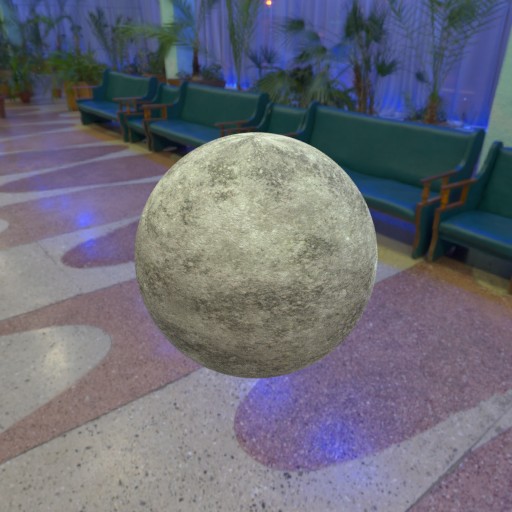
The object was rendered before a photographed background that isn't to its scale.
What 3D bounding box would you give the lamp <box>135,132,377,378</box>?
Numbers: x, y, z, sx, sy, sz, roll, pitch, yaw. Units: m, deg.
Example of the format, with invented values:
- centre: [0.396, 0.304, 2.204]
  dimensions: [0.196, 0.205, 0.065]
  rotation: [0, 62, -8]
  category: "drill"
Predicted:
- centre: [0.000, 0.000, 0.798]
  dimensions: [0.422, 0.429, 0.422]
  rotation: [0, 28, 0]
  category: "lamp"
